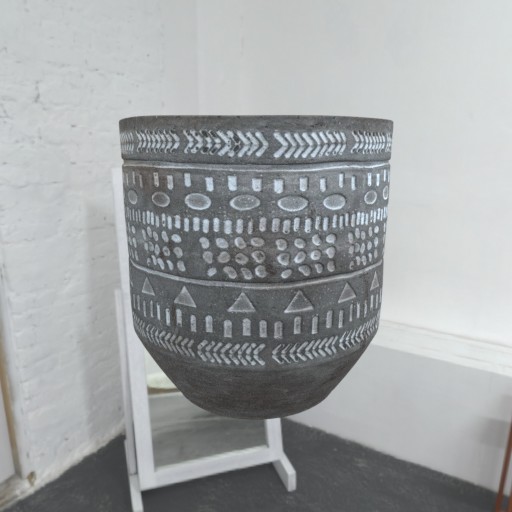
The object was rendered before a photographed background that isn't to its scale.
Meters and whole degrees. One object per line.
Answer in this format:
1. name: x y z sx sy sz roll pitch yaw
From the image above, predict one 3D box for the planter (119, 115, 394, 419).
1. planter: 0.000 0.000 0.255 0.142 0.149 0.142 0 15 0
